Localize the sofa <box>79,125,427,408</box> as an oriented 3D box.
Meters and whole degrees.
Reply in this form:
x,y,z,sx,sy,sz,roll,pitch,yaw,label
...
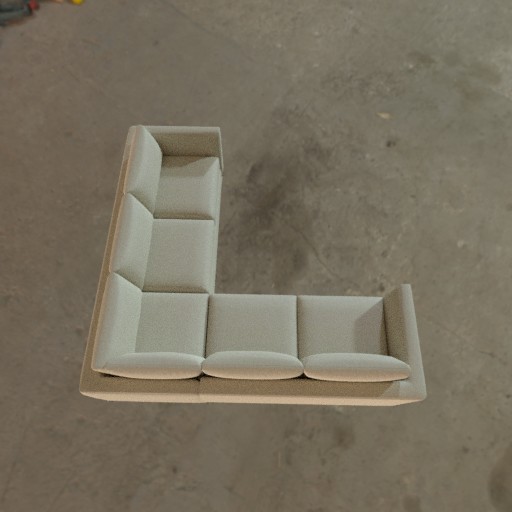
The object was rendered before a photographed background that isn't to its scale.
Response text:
x,y,z,sx,sy,sz,roll,pitch,yaw,label
0.000,0.000,3.828,2.430,0.867,2.448,1,64,1,sofa
